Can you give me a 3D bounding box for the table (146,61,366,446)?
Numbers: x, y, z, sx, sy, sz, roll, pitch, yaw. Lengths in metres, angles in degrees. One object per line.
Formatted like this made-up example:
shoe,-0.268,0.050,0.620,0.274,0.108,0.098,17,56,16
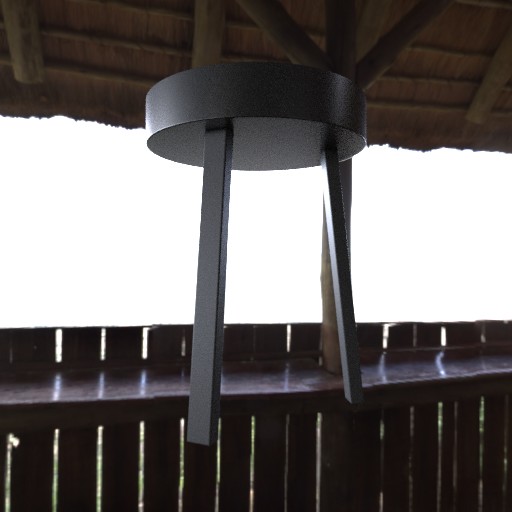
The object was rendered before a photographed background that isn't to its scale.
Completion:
table,0.000,0.000,0.841,0.406,0.559,0.406,0,0,0
